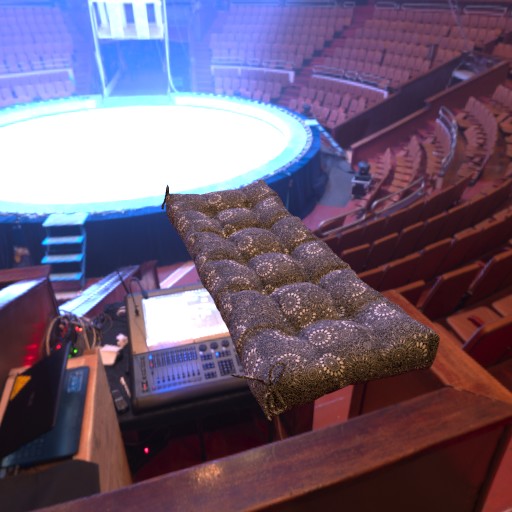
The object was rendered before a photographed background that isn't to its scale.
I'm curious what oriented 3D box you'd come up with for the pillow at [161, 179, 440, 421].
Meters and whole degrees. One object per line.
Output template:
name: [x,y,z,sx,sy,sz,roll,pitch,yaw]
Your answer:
pillow: [0.000,0.000,1.417,0.511,0.174,1.194,-11,31,-18]
